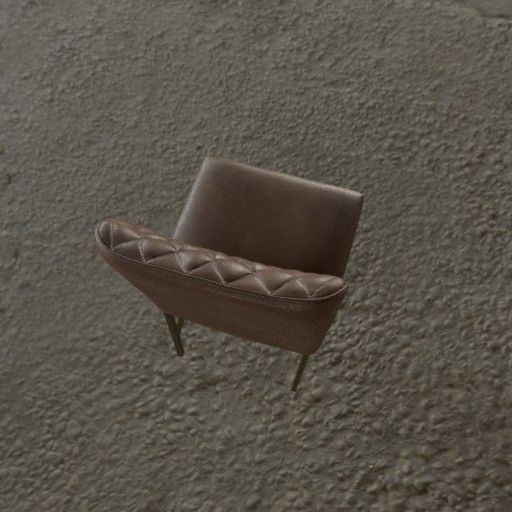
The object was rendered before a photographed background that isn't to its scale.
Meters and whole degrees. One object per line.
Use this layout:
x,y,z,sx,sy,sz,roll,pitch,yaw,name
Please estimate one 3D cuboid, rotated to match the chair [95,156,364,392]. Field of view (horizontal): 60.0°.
0.000,0.000,1.233,0.508,0.889,0.587,15,64,8,chair
